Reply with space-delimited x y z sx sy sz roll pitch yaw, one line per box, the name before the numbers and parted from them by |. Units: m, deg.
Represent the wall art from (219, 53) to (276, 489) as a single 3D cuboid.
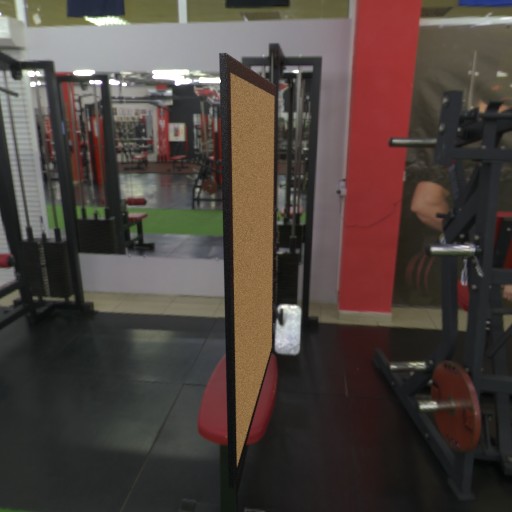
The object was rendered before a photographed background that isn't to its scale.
wall art | 0.000 0.000 1.268 0.013 0.967 0.707 3 17 9
